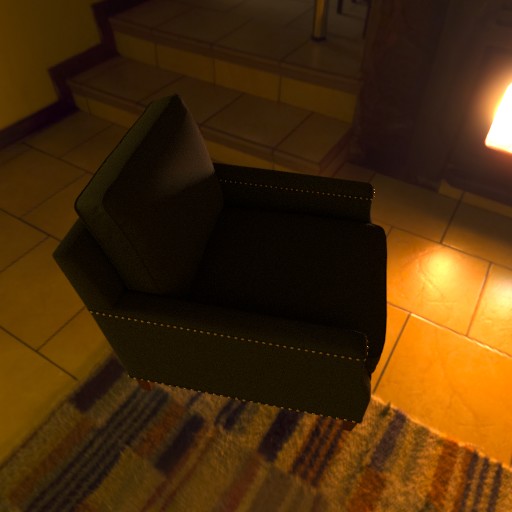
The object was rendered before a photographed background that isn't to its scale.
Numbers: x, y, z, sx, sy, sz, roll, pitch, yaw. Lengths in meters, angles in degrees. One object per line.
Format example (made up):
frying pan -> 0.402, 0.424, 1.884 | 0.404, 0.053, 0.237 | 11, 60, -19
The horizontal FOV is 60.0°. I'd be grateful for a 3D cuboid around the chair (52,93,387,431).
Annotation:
chair -> 0.000, 0.000, 1.698 | 1.014, 0.943, 0.853 | 9, 47, 8
